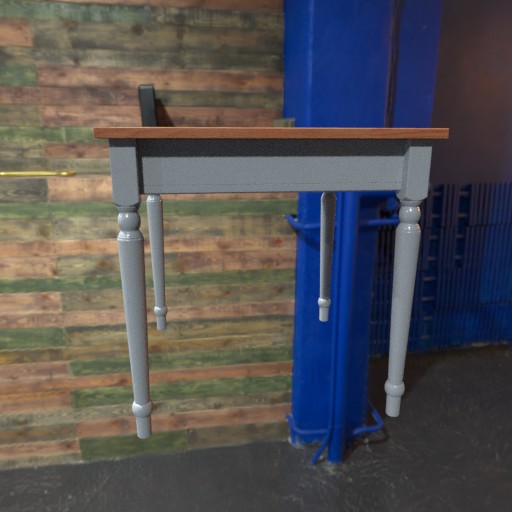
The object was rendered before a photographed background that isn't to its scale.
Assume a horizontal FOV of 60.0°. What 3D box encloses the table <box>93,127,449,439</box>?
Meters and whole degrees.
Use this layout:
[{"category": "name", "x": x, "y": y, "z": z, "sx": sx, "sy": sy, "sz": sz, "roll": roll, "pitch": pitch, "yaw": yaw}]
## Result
[{"category": "table", "x": 0.000, "y": 0.000, "z": 1.365, "sx": 0.747, "sy": 0.738, "sz": 0.747, "roll": -2, "pitch": 15, "yaw": -8}]
